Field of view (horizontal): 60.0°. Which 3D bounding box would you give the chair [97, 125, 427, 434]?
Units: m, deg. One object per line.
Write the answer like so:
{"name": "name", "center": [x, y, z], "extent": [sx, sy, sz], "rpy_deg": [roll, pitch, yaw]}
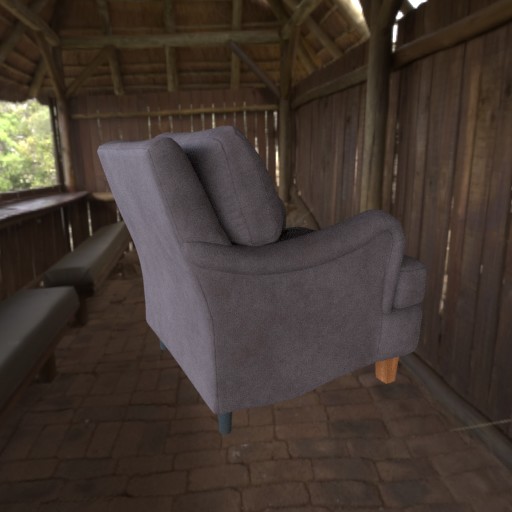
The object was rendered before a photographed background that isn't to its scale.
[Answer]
{"name": "chair", "center": [0.000, 0.000, 1.834], "extent": [1.070, 0.997, 0.955], "rpy_deg": [-7, 15, -27]}
